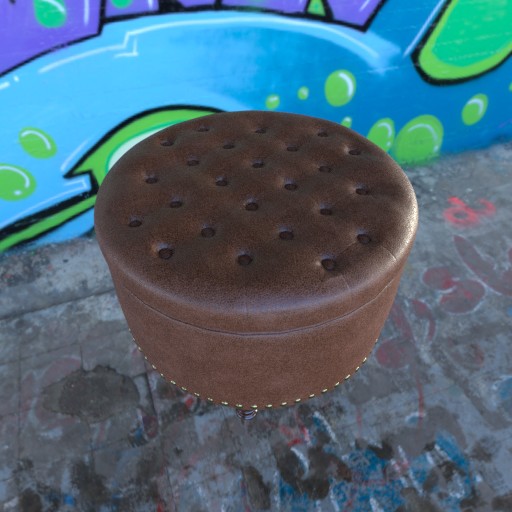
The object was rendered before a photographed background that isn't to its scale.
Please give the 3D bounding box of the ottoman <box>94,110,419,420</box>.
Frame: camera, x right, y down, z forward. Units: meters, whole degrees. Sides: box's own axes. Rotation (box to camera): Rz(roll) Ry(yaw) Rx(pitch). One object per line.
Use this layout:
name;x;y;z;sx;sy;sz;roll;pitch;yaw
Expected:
ottoman;0.000;0.000;1.025;0.637;0.442;0.637;0;45;0
